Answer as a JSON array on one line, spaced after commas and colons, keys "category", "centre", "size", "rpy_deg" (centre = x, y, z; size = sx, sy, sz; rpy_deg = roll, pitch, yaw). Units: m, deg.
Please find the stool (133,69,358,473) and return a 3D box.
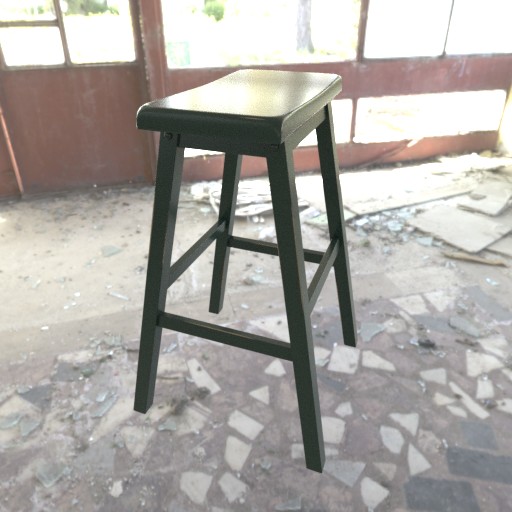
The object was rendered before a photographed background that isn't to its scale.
[{"category": "stool", "centre": [0.000, 0.000, 1.022], "size": [0.476, 0.737, 0.457], "rpy_deg": [11, 32, 18]}]
